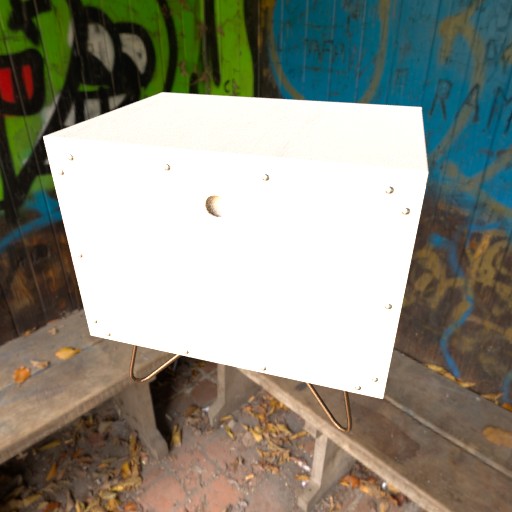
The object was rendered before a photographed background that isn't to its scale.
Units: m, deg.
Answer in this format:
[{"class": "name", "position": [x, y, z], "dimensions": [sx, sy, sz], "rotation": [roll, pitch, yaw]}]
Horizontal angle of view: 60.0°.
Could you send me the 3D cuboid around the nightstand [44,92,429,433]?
[{"class": "nightstand", "position": [0.000, 0.000, 1.001], "dimensions": [0.614, 0.604, 0.447], "rotation": [9, 31, 14]}]
